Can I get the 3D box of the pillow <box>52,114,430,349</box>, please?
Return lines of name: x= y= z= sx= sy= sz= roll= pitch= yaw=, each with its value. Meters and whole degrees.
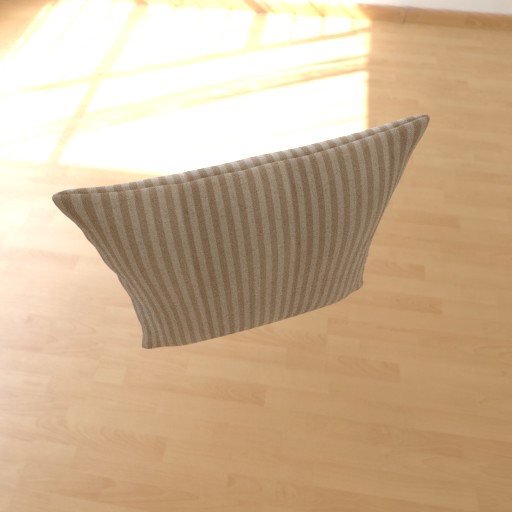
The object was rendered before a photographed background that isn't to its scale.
pillow: x=0.000 y=0.000 z=0.794 sx=0.523 sy=0.510 sz=0.166 roll=-14 pitch=58 yaw=-9
